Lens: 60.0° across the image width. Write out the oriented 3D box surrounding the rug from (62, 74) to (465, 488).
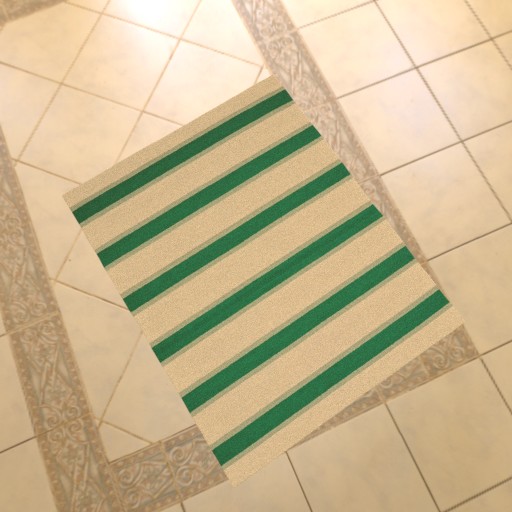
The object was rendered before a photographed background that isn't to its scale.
[{"bbox_3d":[0.000,0.000,4.063,2.434,0.019,3.041,-32,78,-8],"label":"rug"}]
